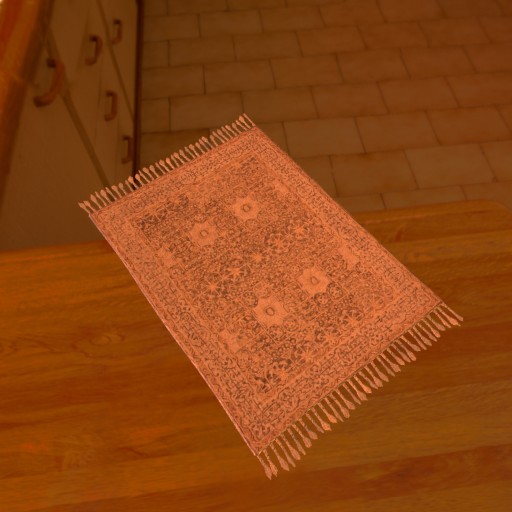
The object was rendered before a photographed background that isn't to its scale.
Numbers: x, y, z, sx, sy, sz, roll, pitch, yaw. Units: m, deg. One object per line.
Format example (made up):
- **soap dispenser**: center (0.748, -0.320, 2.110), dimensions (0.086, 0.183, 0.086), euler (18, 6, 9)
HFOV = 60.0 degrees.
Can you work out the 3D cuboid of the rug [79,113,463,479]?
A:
- **rug**: center (0.000, 0.000, 3.177), dimensions (1.619, 0.023, 2.465), euler (-33, 65, -18)
